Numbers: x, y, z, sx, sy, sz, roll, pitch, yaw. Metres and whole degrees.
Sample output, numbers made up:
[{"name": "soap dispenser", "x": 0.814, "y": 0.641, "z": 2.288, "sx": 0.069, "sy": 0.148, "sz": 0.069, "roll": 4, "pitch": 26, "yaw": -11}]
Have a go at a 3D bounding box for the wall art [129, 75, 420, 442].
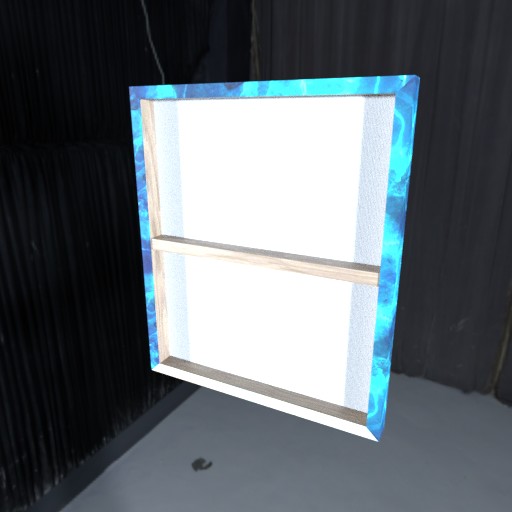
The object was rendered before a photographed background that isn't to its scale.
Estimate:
[{"name": "wall art", "x": 0.000, "y": 0.000, "z": 0.696, "sx": 0.432, "sy": 0.508, "sz": 0.038, "roll": 9, "pitch": 19, "yaw": 26}]
